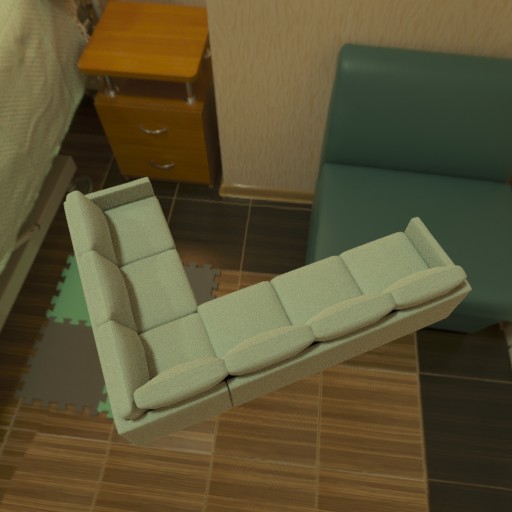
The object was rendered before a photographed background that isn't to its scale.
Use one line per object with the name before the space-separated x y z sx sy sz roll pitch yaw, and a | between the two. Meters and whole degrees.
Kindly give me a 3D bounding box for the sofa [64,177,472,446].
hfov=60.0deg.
sofa | 0.000 0.000 4.527 3.333 0.934 2.522 -19 60 -12
